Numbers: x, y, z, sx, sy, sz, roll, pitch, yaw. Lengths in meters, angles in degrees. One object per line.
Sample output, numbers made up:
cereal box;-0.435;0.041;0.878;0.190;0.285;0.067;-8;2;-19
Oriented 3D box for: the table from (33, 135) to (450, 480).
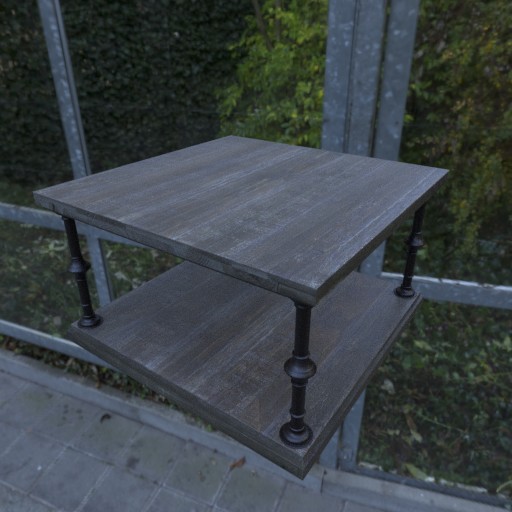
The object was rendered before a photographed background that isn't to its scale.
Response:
table;0.000;0.000;1.128;0.696;0.400;0.696;18;32;31
